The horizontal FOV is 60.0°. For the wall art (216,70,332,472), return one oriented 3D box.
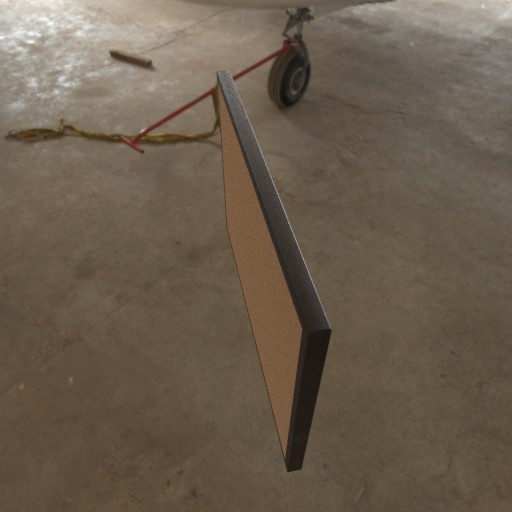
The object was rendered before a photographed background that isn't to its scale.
[{"bbox_3d":[0.000,0.000,1.184,0.038,0.612,0.912,-9,47,-8],"label":"wall art"}]
